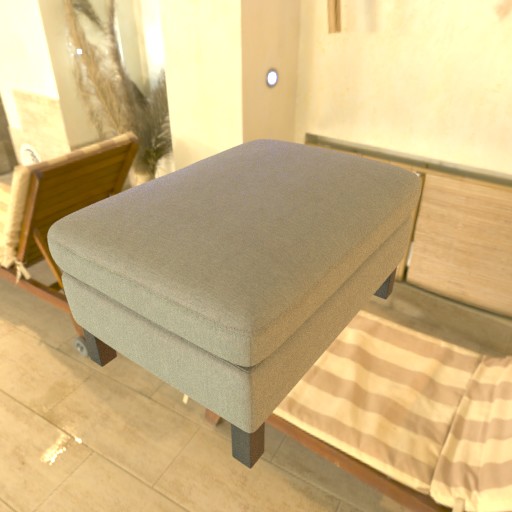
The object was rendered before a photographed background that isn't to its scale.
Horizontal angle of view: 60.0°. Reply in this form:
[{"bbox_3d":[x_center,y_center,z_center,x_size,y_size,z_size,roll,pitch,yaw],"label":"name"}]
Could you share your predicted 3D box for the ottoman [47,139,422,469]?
[{"bbox_3d":[0.000,0.000,1.041,0.528,0.404,0.735,21,37,30],"label":"ottoman"}]
